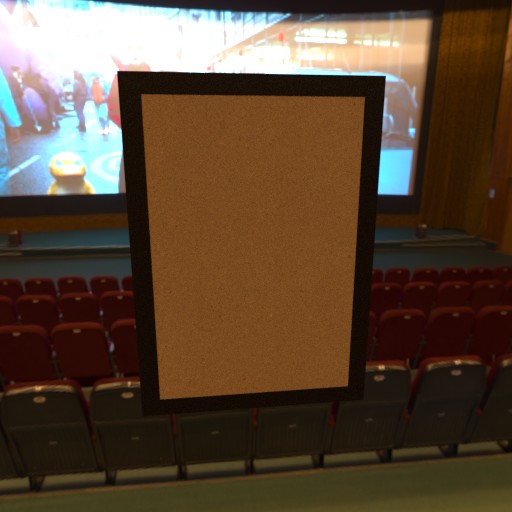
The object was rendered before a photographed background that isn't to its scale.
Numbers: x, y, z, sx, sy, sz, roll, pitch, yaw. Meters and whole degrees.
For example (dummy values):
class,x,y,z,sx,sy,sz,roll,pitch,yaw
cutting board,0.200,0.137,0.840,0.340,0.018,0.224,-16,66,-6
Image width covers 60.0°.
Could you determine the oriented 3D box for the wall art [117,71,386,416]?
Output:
class,x,y,z,sx,sy,sz,roll,pitch,yaw
wall art,0.000,0.000,0.696,0.381,0.534,0.013,-2,15,-7
